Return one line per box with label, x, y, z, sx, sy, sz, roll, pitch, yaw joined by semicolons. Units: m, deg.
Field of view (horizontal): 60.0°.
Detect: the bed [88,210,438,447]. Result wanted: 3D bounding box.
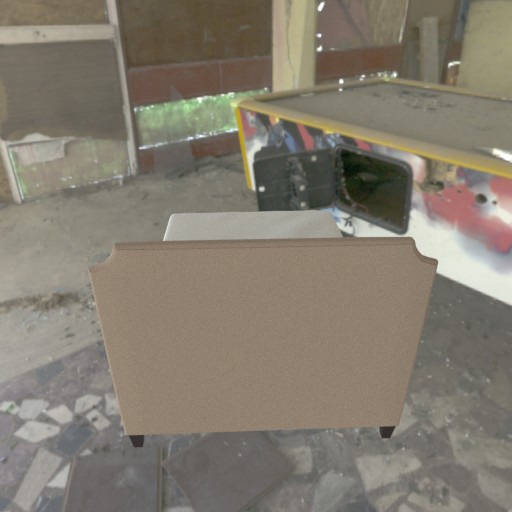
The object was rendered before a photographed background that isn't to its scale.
bed;0.000;0.000;3.435;1.713;1.443;2.372;-1;30;-2
